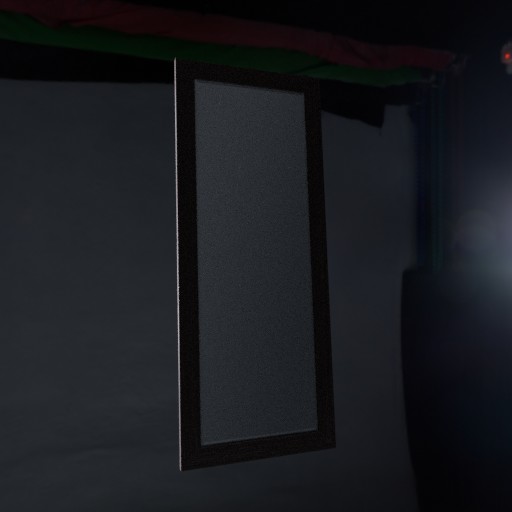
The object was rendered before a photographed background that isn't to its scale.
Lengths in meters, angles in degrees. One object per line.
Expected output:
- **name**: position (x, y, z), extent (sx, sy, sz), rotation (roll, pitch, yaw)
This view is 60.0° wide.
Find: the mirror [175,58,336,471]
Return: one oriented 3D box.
- **mirror**: position (0.000, 0.000, 2.308), extent (0.812, 2.020, 0.221), rotation (0, 0, -18)
